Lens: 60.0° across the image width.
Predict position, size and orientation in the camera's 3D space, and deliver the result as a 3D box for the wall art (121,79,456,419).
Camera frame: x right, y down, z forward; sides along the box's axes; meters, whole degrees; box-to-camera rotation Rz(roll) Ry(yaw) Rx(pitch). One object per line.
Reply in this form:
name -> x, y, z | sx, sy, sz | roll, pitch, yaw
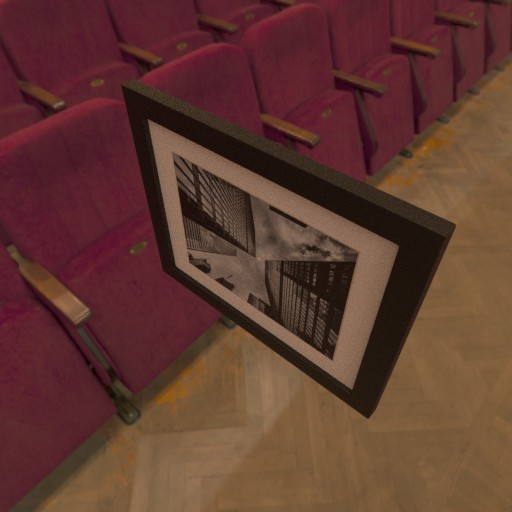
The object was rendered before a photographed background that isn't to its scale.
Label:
wall art -> 0.000, 0.000, 0.768 | 0.558, 0.457, 0.031 | 32, 54, 27
